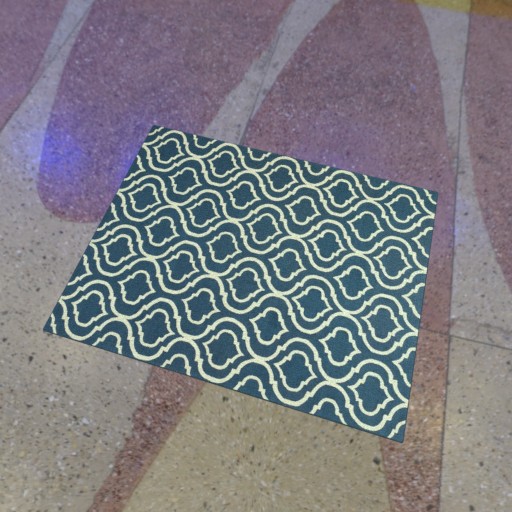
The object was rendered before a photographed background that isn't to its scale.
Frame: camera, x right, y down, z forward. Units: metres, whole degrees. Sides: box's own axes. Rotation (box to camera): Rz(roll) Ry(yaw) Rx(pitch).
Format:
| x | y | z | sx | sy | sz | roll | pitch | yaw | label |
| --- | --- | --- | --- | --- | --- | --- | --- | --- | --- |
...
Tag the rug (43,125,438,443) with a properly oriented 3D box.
| x | y | z | sx | sy | sz | roll | pitch | yaw | label |
| --- | --- | --- | --- | --- | --- | --- | --- | --- | --- |
| 0.000 | 0.000 | 3.847 | 2.881 | 0.020 | 2.270 | 15 | 64 | 8 | rug |
